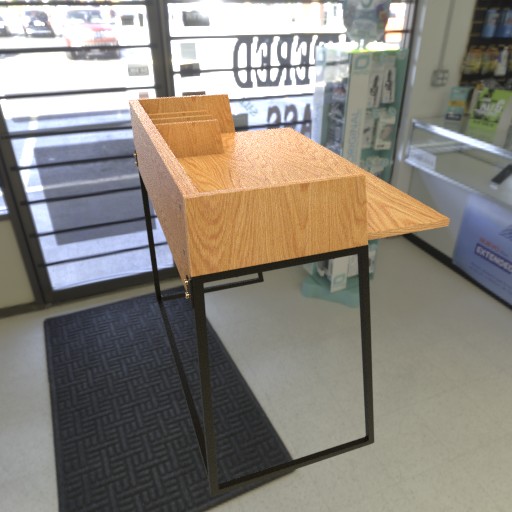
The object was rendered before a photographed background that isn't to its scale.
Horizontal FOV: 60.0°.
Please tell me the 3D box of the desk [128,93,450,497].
[{"bbox_3d":[0.000,0.000,1.799,0.769,1.061,1.191,-10,31,-17],"label":"desk"}]
